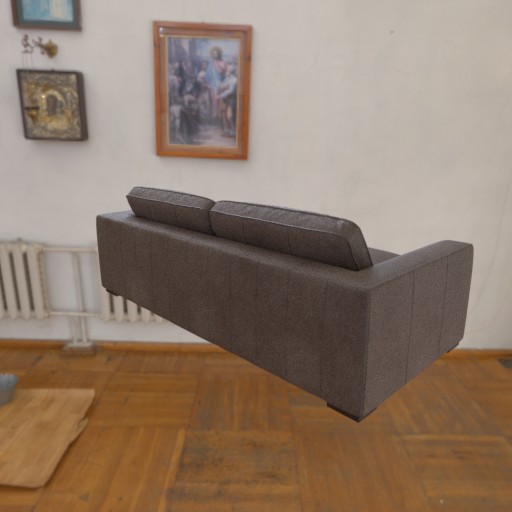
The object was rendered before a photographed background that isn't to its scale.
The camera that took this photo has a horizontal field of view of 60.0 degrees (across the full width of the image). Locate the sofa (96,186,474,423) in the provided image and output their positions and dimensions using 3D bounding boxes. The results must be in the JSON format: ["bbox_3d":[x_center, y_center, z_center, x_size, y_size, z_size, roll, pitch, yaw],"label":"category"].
[{"bbox_3d":[0.000,0.000,2.792,1.070,0.801,2.262,-14,21,-42],"label":"sofa"}]
